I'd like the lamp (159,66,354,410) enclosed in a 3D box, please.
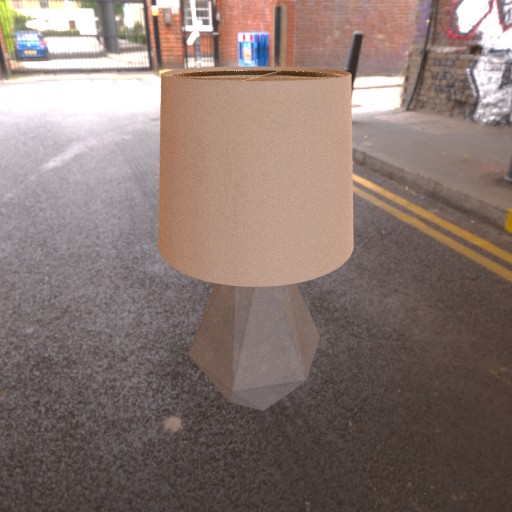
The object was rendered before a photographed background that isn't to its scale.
[{"bbox_3d":[0.000,0.000,0.653,0.276,0.501,0.276,0,27,0],"label":"lamp"}]
